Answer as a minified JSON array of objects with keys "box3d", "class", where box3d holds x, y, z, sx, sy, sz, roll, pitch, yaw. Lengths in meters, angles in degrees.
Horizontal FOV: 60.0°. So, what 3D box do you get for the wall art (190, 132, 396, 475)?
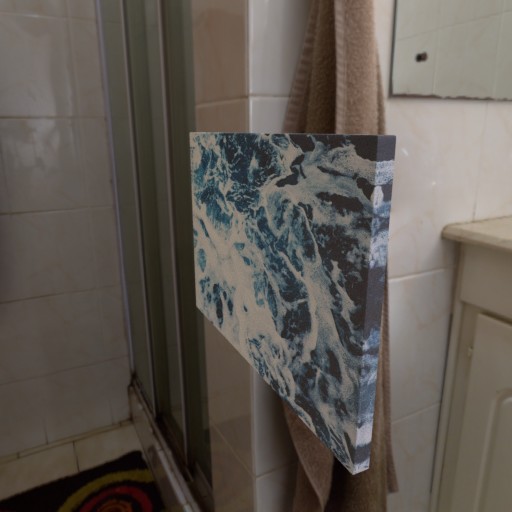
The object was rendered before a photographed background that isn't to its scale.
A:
[{"box3d":[0.000,0.000,1.144,0.042,0.610,0.915,-8,17,-25],"class":"wall art"}]
